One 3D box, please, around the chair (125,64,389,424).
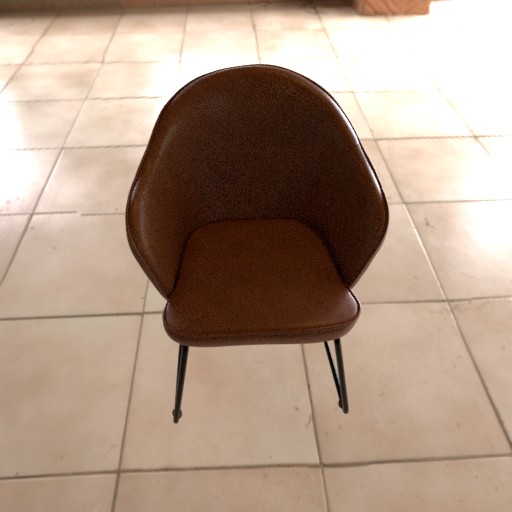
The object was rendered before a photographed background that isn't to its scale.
[{"bbox_3d":[0.000,0.000,1.187,0.582,0.785,0.580,-3,46,-3],"label":"chair"}]
